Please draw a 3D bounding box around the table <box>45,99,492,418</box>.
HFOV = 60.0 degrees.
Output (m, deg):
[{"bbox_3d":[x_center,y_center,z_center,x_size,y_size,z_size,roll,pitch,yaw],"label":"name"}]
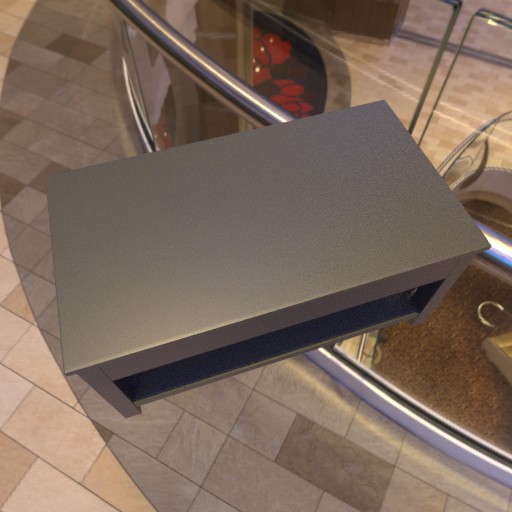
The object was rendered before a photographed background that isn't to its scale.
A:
[{"bbox_3d":[0.000,0.000,1.404,1.068,0.493,0.612,-15,59,-10],"label":"table"}]
